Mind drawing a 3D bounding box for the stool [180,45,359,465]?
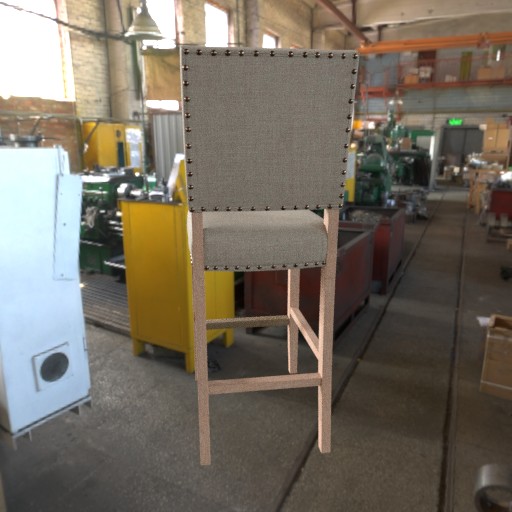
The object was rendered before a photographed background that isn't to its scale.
[{"bbox_3d":[0.000,0.000,1.461,0.445,1.173,0.585,-2,15,-8],"label":"stool"}]
